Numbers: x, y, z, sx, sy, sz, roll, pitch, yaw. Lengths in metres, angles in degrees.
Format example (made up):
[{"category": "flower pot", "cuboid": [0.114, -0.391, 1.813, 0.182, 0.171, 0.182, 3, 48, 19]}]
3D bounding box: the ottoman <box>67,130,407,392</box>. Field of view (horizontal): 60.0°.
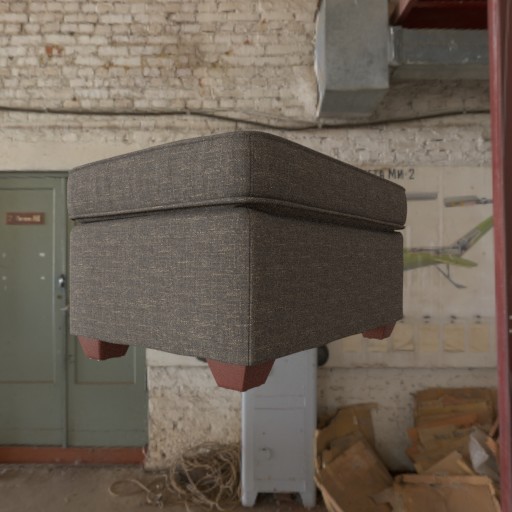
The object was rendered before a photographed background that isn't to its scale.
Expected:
[{"category": "ottoman", "cuboid": [0.000, 0.000, 1.103, 0.549, 0.450, 0.749, -1, -1, 37]}]
